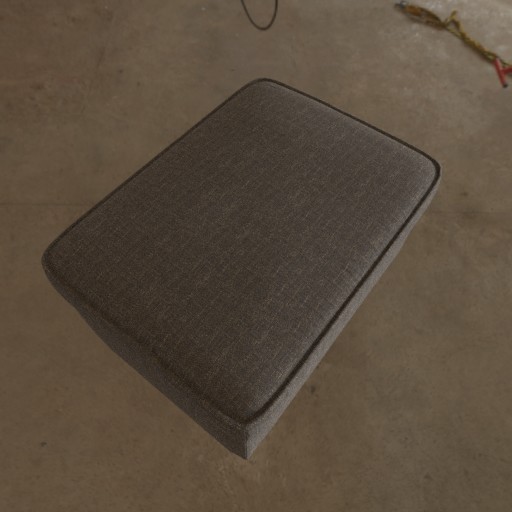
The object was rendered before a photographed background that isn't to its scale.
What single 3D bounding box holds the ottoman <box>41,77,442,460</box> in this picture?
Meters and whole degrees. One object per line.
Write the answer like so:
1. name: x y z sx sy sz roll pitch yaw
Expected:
1. ottoman: 0.000 0.000 1.077 0.549 0.450 0.749 33 64 19
